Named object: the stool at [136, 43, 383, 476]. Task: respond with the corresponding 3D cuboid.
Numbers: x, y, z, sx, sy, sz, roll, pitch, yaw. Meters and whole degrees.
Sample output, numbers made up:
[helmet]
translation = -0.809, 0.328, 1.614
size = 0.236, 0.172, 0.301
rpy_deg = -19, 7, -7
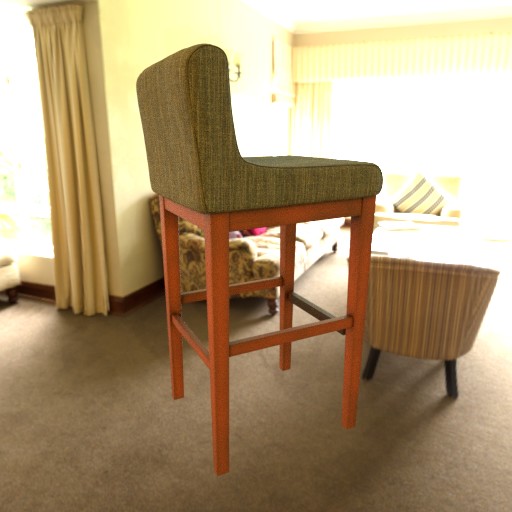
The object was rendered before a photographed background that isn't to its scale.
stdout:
[stool]
translation = 0.000, 0.000, 1.195
size = 0.499, 0.965, 0.426
rpy_deg = -8, 17, -26
